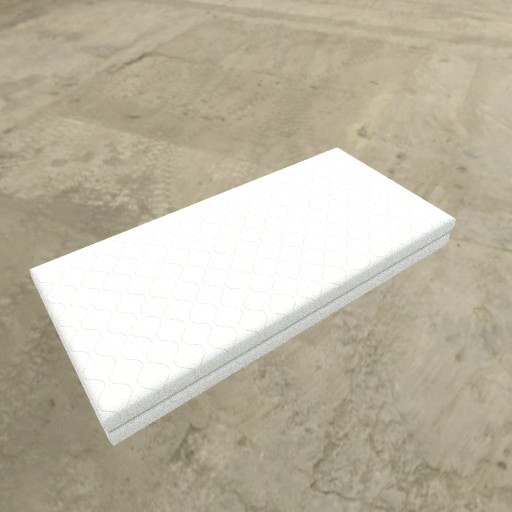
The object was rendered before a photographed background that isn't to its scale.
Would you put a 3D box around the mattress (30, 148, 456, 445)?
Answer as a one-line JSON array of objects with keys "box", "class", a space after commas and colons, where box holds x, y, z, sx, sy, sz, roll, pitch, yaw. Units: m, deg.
[{"box": [0.000, 0.000, 2.204, 1.900, 0.200, 0.900, -26, 49, -25], "class": "mattress"}]
